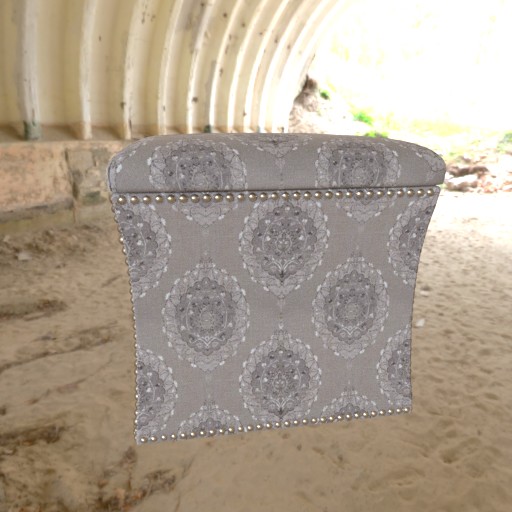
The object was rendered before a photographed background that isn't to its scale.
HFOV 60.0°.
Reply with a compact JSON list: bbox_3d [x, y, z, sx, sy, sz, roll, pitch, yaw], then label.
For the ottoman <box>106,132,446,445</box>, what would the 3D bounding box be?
[{"bbox_3d":[0.000,0.000,0.882,0.497,0.473,0.507,-3,16,-10],"label":"ottoman"}]
